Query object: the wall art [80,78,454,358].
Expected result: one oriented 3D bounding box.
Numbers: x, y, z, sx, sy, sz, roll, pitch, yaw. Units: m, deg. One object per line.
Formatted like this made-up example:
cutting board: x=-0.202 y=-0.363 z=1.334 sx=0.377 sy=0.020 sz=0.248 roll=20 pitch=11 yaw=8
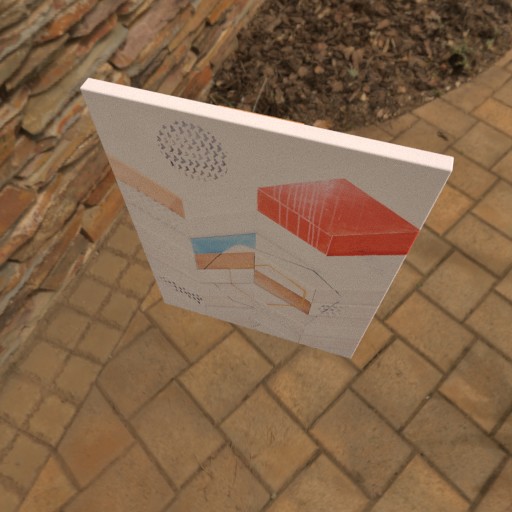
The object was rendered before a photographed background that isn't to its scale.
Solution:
wall art: x=0.000 y=0.000 z=1.301 sx=0.759 sy=1.014 sz=0.045 roll=15 pitch=59 yaw=9
